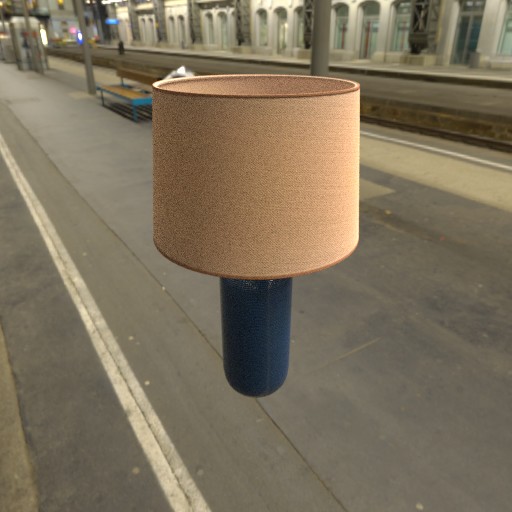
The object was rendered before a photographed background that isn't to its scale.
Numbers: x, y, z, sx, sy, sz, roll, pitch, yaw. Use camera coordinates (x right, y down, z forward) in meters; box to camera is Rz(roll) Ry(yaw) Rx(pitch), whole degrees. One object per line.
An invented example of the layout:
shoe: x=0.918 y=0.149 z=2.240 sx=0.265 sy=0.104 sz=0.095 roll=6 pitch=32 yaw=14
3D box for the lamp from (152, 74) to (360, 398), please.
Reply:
lamp: x=0.000 y=0.000 z=0.833 sx=0.367 sy=0.609 sz=0.367 roll=0 pitch=27 yaw=0
